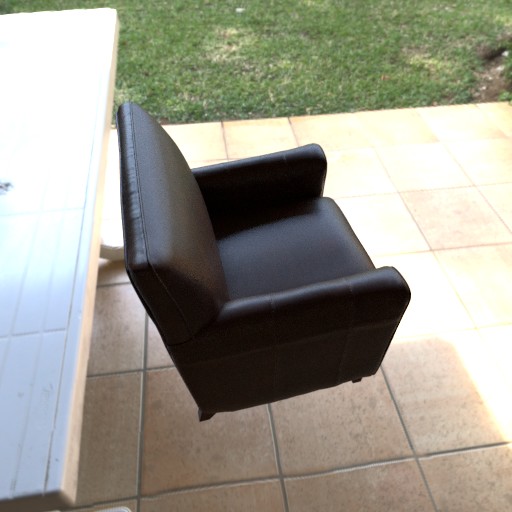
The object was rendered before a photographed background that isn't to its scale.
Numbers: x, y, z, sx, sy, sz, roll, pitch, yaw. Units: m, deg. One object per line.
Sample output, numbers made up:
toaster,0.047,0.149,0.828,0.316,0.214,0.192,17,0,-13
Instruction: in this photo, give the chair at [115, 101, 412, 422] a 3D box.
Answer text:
chair,0.000,0.000,1.673,0.823,0.943,0.870,-10,47,-10
